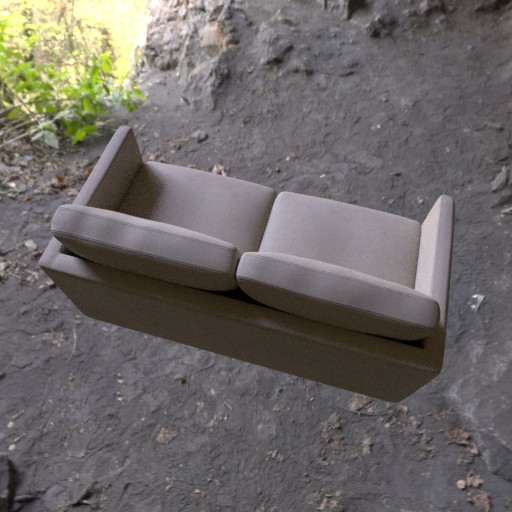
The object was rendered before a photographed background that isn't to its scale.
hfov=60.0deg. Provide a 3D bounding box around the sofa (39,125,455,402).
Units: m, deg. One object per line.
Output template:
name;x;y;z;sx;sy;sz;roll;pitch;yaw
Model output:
sofa;0.000;0.000;2.343;1.846;0.940;0.950;14;62;8
